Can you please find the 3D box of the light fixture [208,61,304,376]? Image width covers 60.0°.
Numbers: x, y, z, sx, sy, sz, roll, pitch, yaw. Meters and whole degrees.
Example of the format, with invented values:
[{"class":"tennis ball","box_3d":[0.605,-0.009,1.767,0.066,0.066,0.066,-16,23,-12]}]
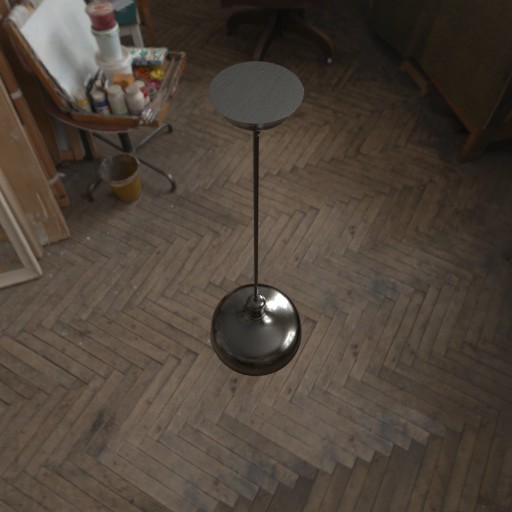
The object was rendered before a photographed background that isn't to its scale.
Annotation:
[{"class":"light fixture","box_3d":[0.000,0.000,1.059,0.299,0.935,0.299,31,63,18]}]
